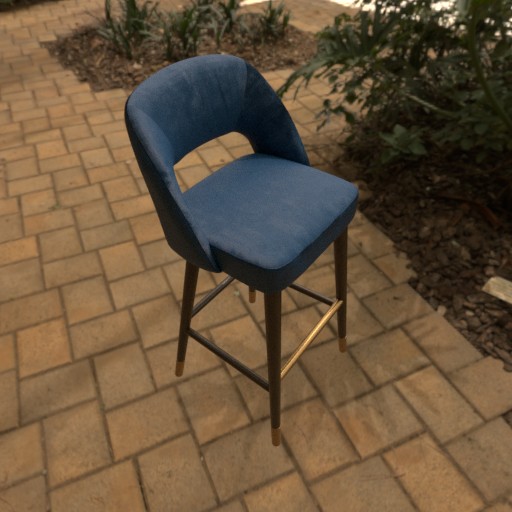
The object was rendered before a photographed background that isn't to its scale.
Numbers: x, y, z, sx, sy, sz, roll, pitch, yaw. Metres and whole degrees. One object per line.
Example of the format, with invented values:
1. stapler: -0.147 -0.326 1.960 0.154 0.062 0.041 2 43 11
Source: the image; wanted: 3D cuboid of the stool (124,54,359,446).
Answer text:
1. stool: 0.000 0.000 1.315 0.515 1.016 0.514 26 48 26
